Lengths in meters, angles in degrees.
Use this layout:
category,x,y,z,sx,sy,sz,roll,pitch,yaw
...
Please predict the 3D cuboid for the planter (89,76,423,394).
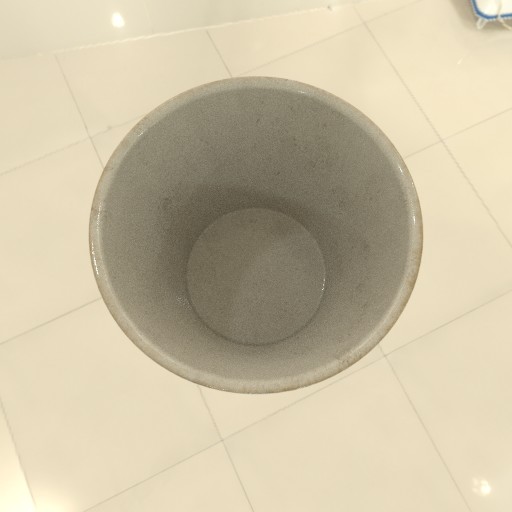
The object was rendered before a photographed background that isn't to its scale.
category,x,y,z,sx,sy,sz,roll,pitch,yaw
planter,0.000,0.000,0.334,0.192,0.165,0.192,0,75,0
